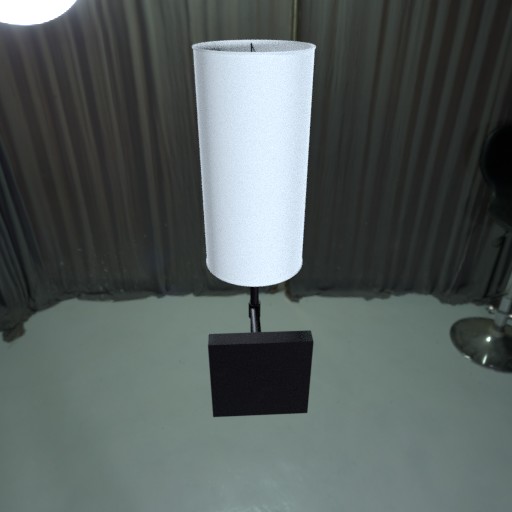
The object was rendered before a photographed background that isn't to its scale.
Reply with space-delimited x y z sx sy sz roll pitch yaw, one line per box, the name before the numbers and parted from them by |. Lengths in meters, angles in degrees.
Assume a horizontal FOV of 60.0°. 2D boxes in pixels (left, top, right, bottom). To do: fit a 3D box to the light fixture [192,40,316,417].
light fixture | 0.000 0.000 0.544 0.128 0.462 0.208 -2 31 -3
